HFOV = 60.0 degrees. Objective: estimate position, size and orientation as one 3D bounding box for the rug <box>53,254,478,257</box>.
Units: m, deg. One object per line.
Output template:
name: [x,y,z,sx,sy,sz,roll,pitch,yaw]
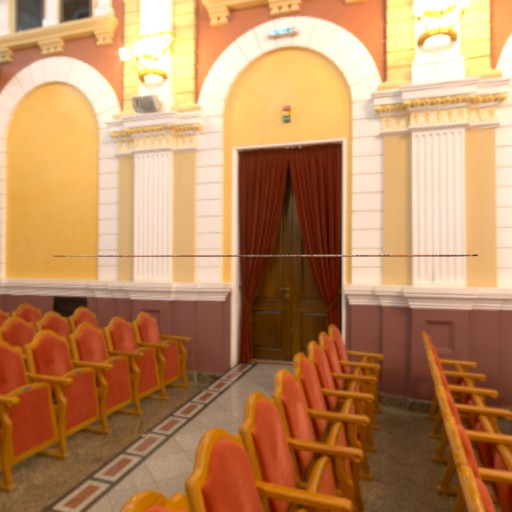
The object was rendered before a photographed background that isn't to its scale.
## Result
rug: [0.000,0.000,2.734,2.362,0.008,0.832,0,0,18]
